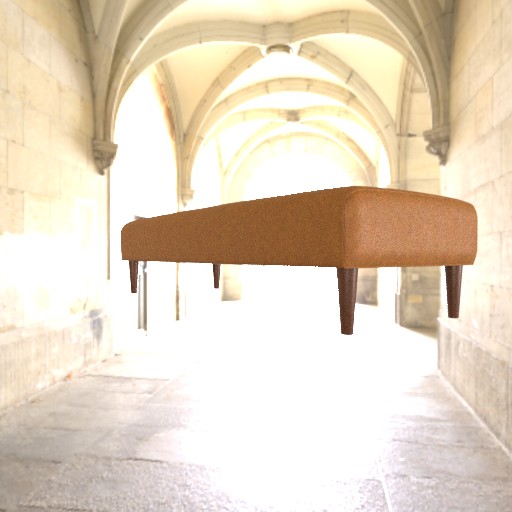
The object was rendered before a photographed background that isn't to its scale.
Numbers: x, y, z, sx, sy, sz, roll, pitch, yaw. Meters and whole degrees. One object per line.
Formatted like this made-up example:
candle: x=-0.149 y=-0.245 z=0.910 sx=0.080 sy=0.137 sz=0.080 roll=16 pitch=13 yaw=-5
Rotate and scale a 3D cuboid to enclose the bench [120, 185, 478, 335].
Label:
bench: x=0.000 y=0.000 z=1.893 sx=0.653 sy=0.399 sz=1.610 roll=0 pitch=0 yaw=-36
